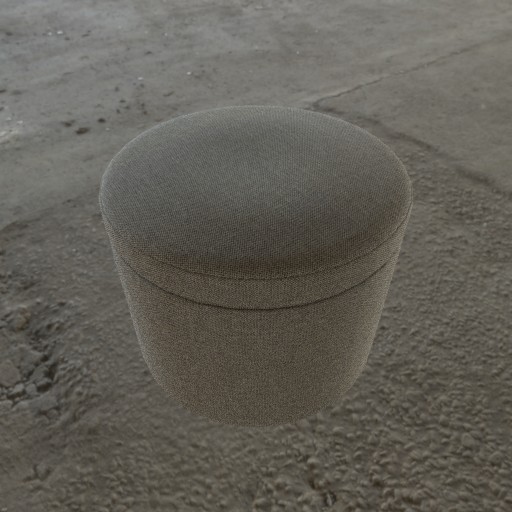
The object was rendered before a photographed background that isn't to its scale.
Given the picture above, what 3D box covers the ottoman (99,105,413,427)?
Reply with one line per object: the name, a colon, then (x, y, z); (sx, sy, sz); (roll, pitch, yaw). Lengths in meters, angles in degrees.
ottoman: (0.000, 0.000, 0.848); (0.500, 0.419, 0.500); (0, 43, 0)
